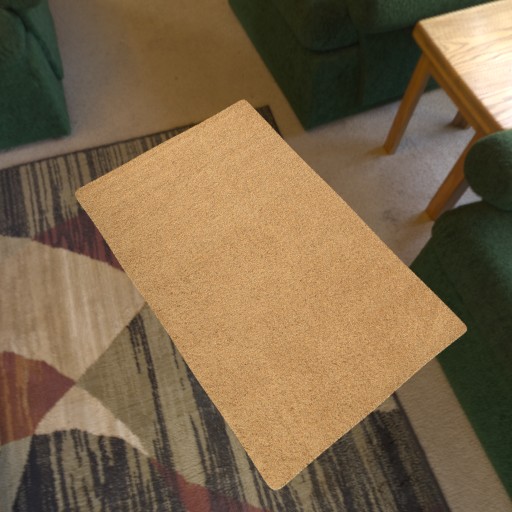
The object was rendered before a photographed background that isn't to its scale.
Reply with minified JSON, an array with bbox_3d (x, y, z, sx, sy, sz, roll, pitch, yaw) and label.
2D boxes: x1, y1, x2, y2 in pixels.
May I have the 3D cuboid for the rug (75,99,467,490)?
[{"bbox_3d":[0.000,0.000,2.931,1.500,0.025,2.349,-34,69,-15],"label":"rug"}]
